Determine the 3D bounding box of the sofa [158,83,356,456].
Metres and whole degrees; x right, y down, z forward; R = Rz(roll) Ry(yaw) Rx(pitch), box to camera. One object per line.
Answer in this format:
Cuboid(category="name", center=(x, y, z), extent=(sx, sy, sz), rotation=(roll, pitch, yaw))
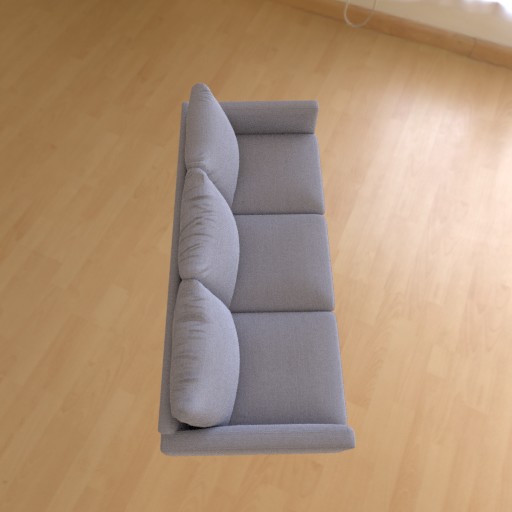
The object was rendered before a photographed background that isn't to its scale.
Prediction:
Cuboid(category="sofa", center=(0.000, 0.000, 2.449), extent=(0.850, 0.830, 2.000), rotation=(-1, 64, 0))
